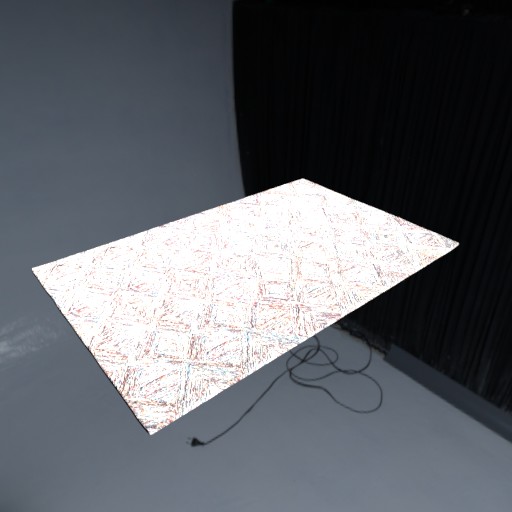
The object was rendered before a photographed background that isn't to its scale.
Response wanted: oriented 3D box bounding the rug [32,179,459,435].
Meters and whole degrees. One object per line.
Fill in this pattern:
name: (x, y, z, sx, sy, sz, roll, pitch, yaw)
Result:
rug: (0.000, 0.000, 2.148, 1.761, 0.014, 1.143, -23, 39, -33)
